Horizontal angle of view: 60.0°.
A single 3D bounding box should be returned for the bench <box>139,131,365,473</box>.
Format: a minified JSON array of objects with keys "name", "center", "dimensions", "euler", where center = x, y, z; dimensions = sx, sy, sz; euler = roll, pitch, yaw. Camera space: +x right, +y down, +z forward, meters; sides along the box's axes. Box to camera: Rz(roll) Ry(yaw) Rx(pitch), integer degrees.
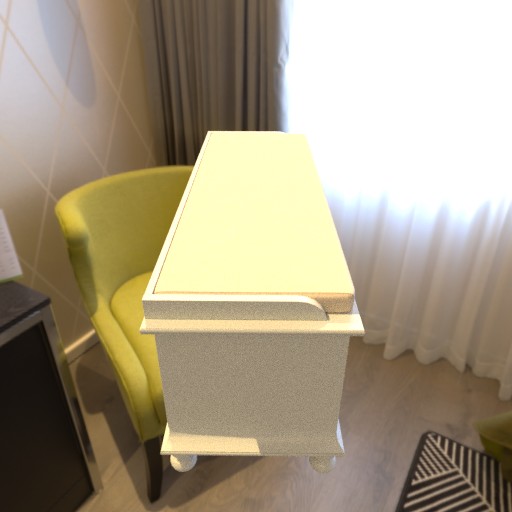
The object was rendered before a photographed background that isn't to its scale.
[{"name":"bench","center":[0.000,0.000,1.396],"dimensions":[0.402,0.486,1.185],"euler":[0,31,1]}]
